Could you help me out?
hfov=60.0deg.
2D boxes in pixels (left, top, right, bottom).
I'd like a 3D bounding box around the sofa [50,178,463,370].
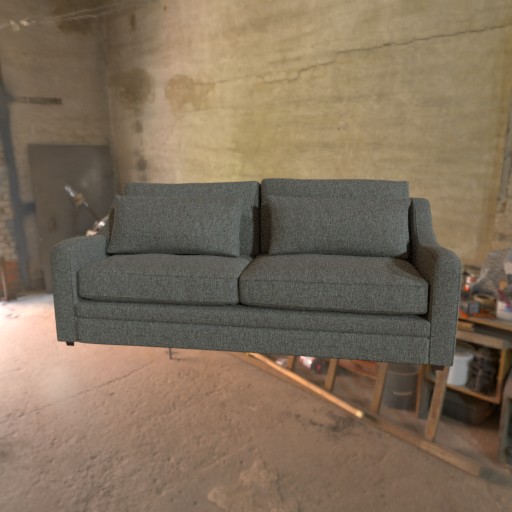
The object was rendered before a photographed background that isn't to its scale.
[{"bbox_3d":[0.000,0.000,2.998,2.418,0.998,1.103,2,14,8],"label":"sofa"}]
